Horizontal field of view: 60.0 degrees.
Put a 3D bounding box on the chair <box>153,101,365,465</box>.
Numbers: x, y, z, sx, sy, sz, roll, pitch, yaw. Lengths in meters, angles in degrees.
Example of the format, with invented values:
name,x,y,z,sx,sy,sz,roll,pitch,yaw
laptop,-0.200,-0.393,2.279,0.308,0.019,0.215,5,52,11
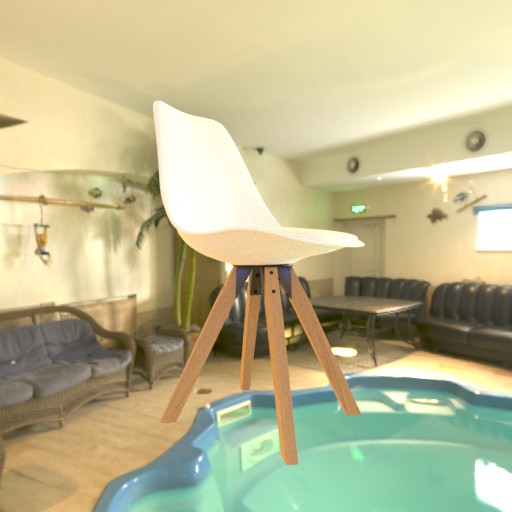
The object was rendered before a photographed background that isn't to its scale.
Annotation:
name,x,y,z,sx,sy,sz,roll,pitch,yaw
chair,0.000,0.000,1.170,0.550,0.849,0.485,1,1,35
